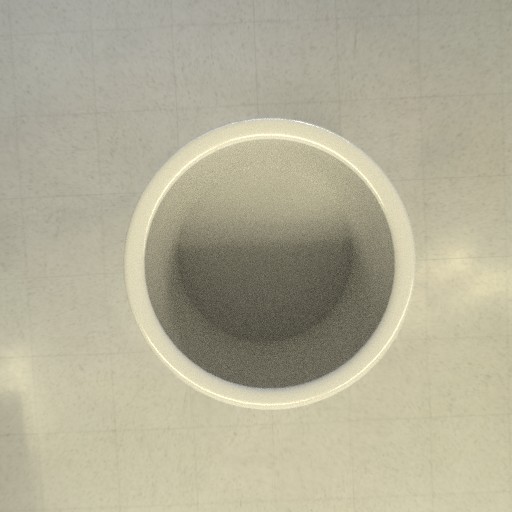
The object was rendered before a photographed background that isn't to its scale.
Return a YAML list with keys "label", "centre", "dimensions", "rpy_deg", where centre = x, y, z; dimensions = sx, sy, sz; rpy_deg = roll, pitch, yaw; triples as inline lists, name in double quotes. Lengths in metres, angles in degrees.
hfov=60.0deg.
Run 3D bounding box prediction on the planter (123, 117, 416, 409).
- label: "planter"
  centre: [0.000, 0.000, 0.504]
  dimensions: [0.239, 0.356, 0.239]
  rpy_deg: [0, 92, 0]
